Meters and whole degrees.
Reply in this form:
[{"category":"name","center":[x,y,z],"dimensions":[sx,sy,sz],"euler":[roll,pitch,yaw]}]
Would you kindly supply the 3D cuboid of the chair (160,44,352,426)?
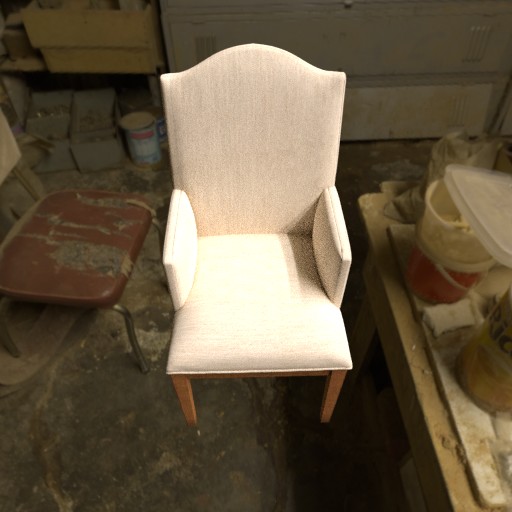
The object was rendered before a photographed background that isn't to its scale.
[{"category":"chair","center":[0.000,0.000,1.351],"dimensions":[0.533,1.016,0.641],"euler":[-1,48,-1]}]
